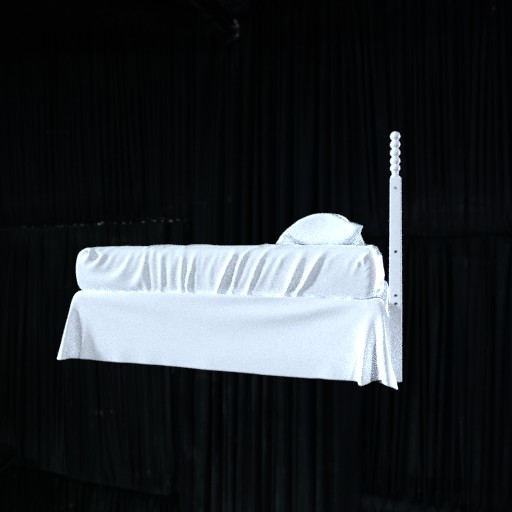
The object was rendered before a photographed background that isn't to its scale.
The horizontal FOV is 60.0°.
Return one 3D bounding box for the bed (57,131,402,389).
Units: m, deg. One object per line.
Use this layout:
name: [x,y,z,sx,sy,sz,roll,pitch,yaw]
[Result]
bed: [0.000,0.000,3.603,2.219,1.355,2.322,0,0,17]
